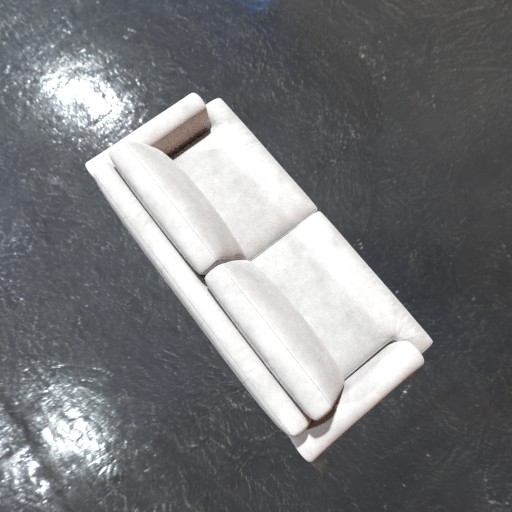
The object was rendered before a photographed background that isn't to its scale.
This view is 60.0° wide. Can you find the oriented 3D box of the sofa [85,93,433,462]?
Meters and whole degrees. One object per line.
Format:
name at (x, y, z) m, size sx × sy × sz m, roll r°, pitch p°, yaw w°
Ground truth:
sofa at (0.000, 0.000, 2.534) m, size 0.980 × 0.830 × 2.013 m, roll -37°, pitch 78°, yaw -9°
